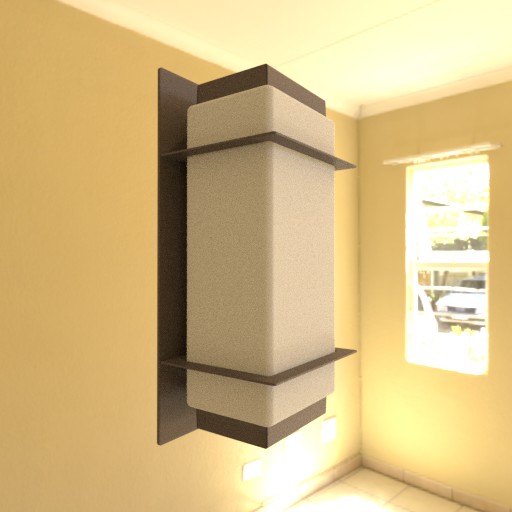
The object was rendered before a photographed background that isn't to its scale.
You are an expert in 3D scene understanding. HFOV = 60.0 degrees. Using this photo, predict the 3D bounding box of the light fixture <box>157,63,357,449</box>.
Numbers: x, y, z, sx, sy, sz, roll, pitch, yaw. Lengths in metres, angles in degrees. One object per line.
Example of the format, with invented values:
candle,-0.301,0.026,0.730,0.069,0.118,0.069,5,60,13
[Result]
light fixture,0.000,0.000,0.435,0.146,0.347,0.153,0,-1,36
